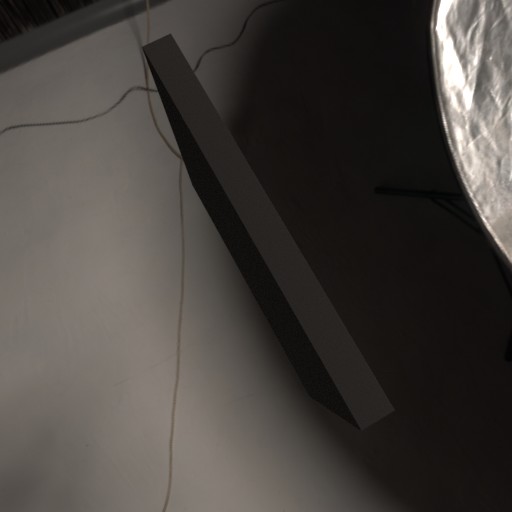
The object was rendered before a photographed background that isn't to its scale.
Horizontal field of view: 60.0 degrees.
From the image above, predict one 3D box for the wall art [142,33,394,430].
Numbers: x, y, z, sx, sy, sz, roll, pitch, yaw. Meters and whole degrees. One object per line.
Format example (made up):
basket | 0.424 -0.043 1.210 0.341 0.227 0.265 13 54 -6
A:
wall art | 0.000 0.000 0.533 0.031 0.330 0.381 -28 78 -6
